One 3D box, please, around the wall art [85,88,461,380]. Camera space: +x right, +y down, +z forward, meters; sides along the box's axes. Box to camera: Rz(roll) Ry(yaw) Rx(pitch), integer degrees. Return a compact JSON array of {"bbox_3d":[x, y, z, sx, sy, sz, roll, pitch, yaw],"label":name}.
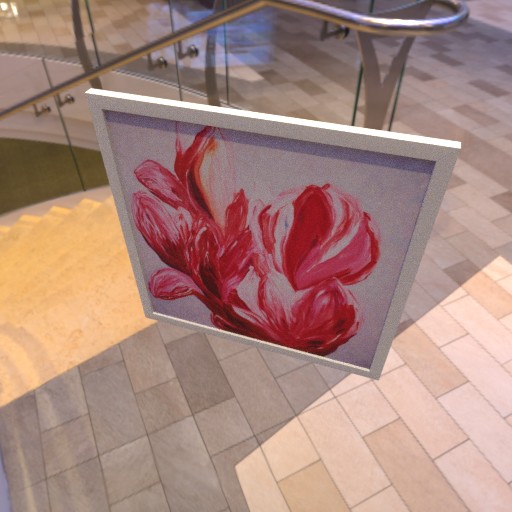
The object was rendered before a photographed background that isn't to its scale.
[{"bbox_3d":[0.000,0.000,0.984,0.664,0.661,0.020,13,45,13],"label":"wall art"}]
